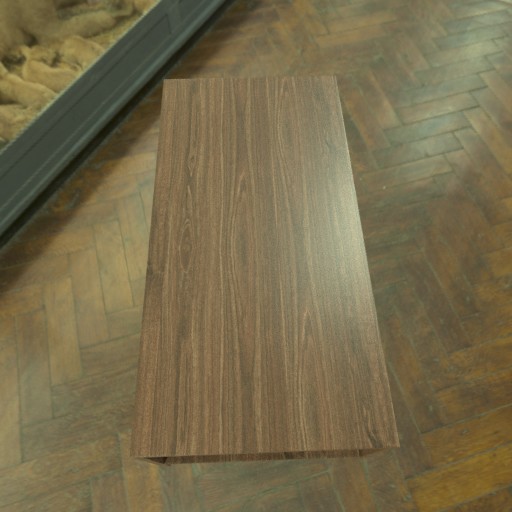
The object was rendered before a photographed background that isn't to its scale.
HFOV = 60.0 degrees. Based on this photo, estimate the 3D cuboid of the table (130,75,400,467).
[{"bbox_3d":[0.000,0.000,1.441,0.600,0.400,1.200,-2,62,-1],"label":"table"}]
